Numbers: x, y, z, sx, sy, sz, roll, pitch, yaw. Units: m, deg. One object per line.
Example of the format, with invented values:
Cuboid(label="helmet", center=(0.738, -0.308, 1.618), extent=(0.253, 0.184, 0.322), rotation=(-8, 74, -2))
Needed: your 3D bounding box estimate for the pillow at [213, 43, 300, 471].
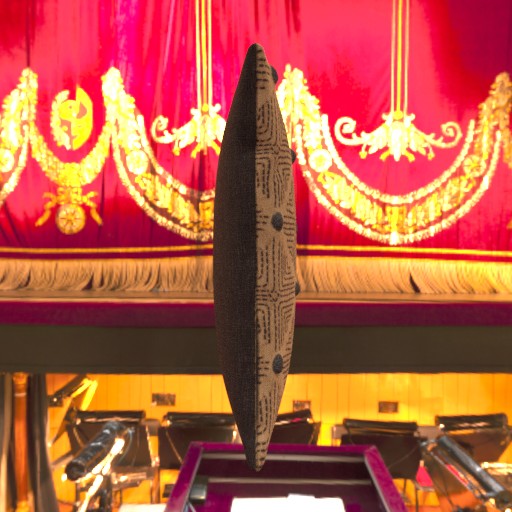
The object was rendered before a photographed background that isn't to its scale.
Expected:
Cuboid(label="pillow", center=(0.000, 0.000, 0.776), extent=(0.145, 0.510, 0.510), rotation=(0, 0, -1))
